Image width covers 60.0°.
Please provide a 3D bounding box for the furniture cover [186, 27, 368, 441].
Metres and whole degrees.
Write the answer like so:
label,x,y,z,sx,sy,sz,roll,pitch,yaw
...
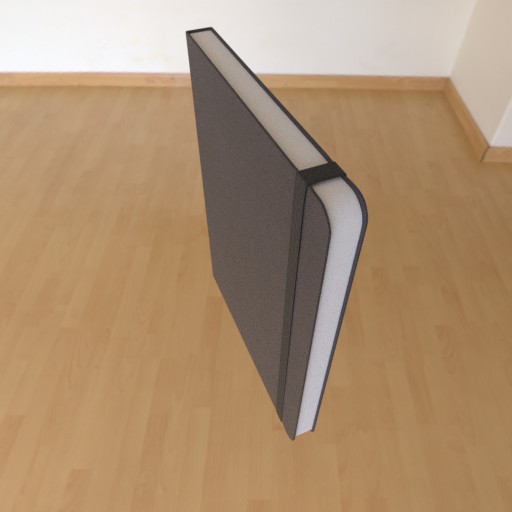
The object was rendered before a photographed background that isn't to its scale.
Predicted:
label,x,y,z,sx,sy,sz,roll,pitch,yaw
furniture cover,0.000,0.000,0.364,0.023,0.281,0.216,-18,50,-15
